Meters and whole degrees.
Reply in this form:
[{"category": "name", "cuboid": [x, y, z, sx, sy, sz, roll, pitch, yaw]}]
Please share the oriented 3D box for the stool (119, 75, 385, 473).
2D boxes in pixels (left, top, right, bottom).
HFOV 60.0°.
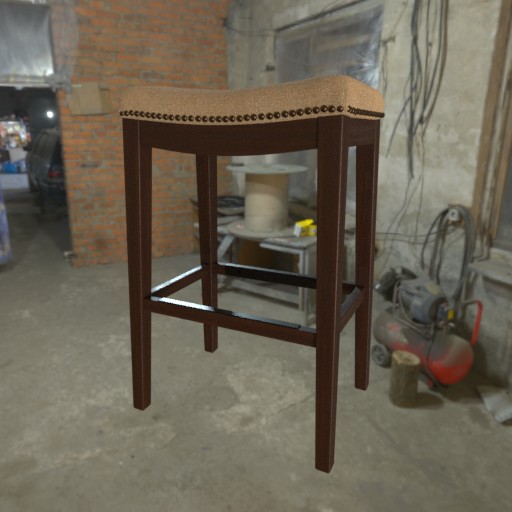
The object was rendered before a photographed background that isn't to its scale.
[{"category": "stool", "cuboid": [0.000, 0.000, 1.057, 0.509, 0.768, 0.363, 8, 18, 25]}]
